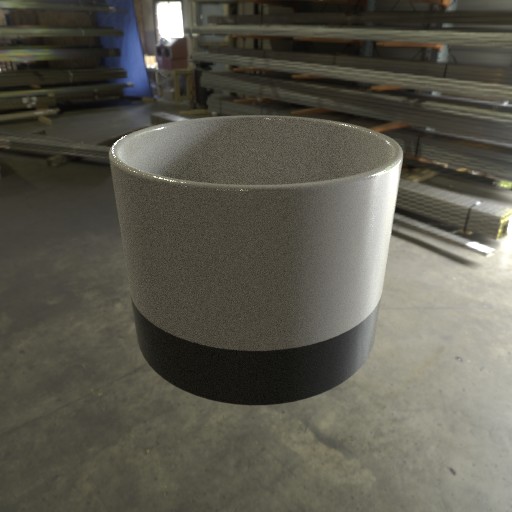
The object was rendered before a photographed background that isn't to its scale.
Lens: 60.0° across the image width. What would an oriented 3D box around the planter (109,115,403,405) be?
[{"bbox_3d":[0.000,0.000,0.343,0.193,0.177,0.193,0,28,0],"label":"planter"}]
